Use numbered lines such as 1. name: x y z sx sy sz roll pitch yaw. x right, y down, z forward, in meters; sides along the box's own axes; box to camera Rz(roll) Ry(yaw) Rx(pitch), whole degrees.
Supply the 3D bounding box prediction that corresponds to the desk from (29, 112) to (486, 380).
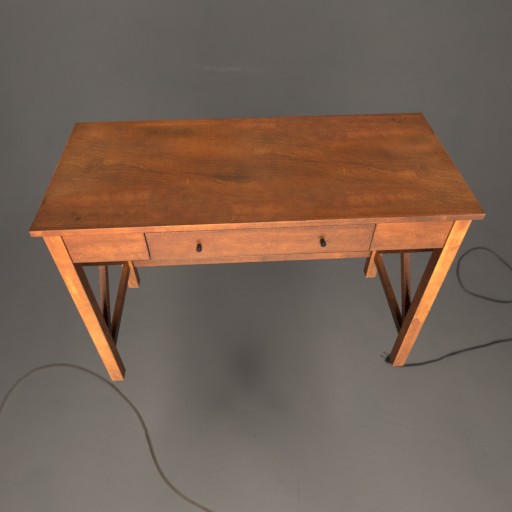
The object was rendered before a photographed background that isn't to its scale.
1. desk: 0.000 0.000 1.529 1.117 0.762 0.508 -2 46 -2
